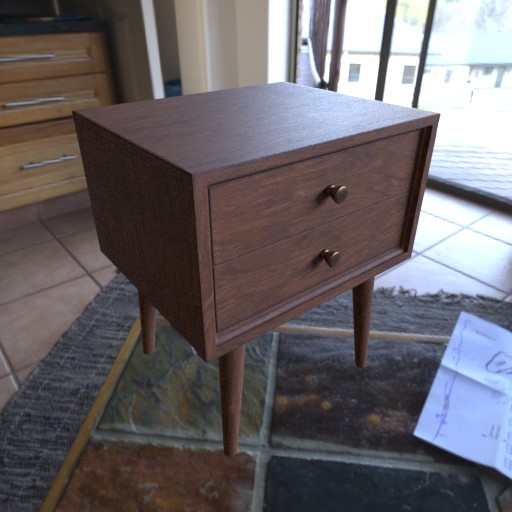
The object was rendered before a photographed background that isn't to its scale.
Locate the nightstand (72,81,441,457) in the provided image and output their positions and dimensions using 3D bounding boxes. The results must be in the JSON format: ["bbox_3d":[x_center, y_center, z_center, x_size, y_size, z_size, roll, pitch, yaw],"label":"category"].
[{"bbox_3d":[0.000,0.000,0.961,0.521,0.607,0.445,-22,37,-32],"label":"nightstand"}]
